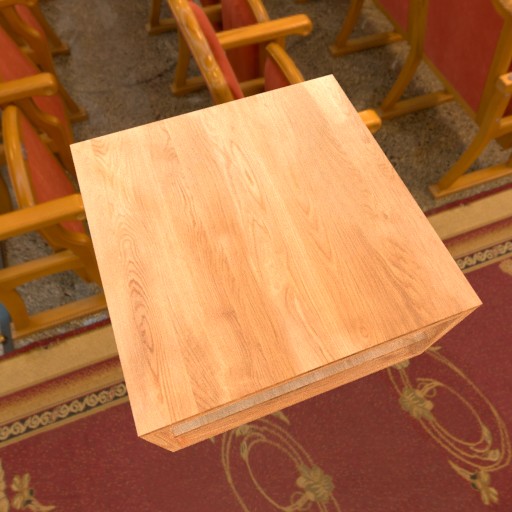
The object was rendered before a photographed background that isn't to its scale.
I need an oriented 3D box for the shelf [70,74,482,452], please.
[{"bbox_3d":[0.000,0.000,1.465,0.899,0.480,0.899,-18,64,-9],"label":"shelf"}]
